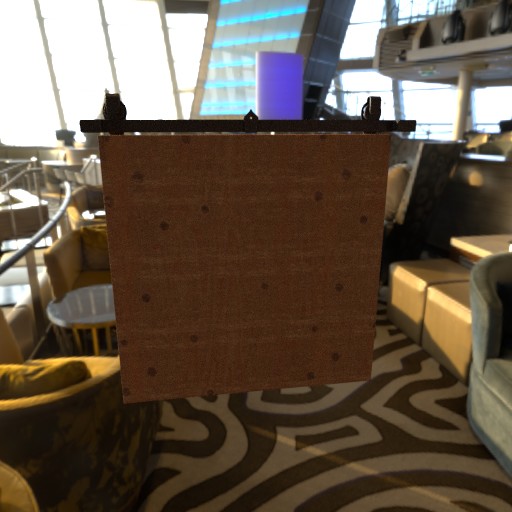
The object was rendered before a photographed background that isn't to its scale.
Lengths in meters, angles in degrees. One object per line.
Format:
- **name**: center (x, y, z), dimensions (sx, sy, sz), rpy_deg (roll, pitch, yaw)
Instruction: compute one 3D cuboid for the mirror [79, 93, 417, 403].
- **mirror**: center (0.000, 0.000, 1.167), dimensions (0.805, 0.800, 0.054), rpy_deg (-3, 17, -9)
